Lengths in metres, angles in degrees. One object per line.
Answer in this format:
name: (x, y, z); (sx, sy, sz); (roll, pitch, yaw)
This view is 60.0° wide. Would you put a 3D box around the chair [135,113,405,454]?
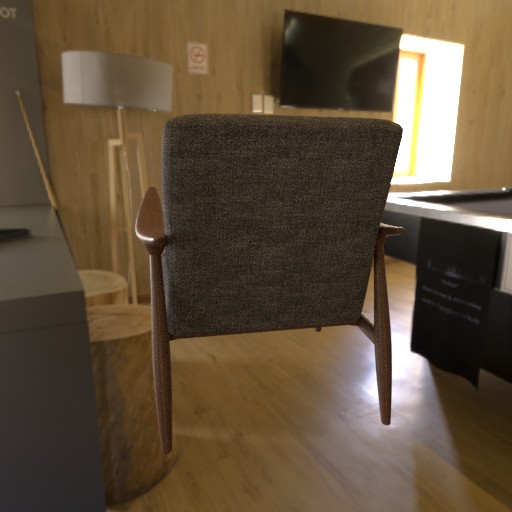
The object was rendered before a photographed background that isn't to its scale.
chair: (0.000, 0.000, 1.437); (0.741, 0.832, 0.798); (-3, 14, -11)
